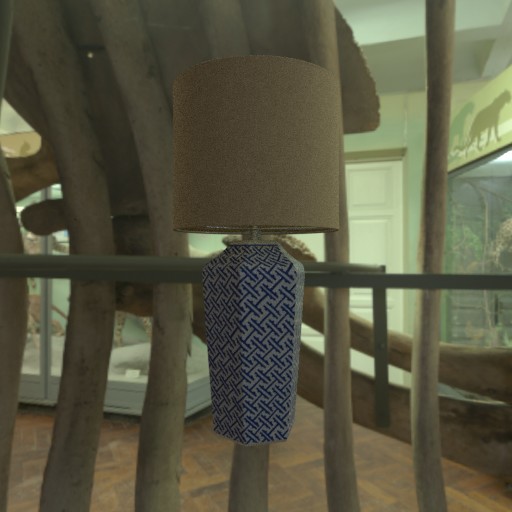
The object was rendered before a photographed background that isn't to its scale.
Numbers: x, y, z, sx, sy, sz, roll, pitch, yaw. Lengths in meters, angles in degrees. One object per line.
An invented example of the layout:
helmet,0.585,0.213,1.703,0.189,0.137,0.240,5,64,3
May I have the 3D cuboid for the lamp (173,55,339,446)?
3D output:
lamp,0.000,0.000,0.867,0.320,0.682,0.320,0,0,18
